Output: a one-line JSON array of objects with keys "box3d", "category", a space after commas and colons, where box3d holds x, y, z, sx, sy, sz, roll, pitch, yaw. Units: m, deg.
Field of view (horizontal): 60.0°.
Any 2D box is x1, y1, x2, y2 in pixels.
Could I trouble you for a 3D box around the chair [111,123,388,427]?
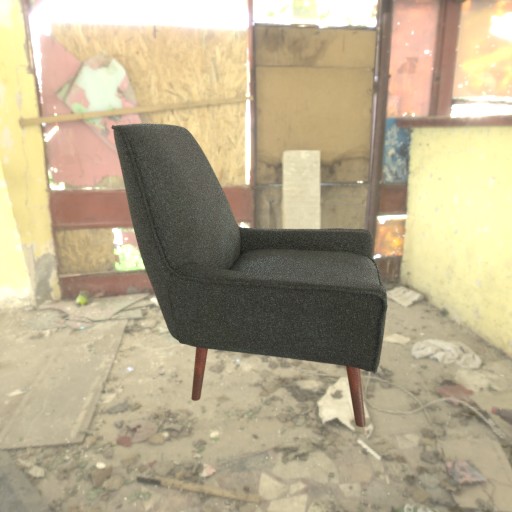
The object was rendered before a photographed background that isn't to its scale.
[{"box3d": [0.000, 0.000, 1.542, 0.859, 0.883, 0.763, 3, 16, 11], "category": "chair"}]
